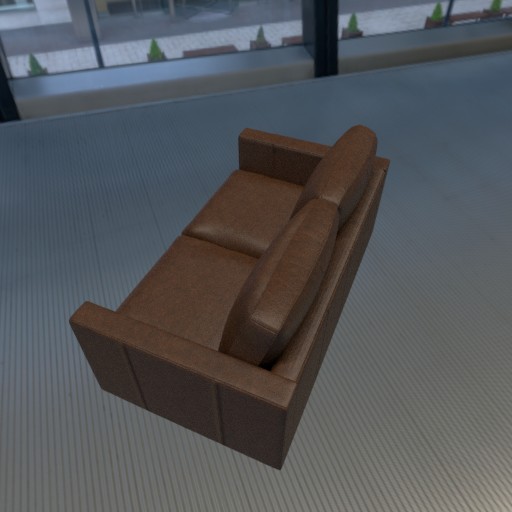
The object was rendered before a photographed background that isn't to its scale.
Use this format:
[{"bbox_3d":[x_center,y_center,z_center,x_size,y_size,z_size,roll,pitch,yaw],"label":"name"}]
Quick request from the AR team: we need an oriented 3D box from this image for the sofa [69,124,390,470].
[{"bbox_3d":[0.000,0.000,2.176,0.909,0.951,1.578,17,47,17],"label":"sofa"}]
